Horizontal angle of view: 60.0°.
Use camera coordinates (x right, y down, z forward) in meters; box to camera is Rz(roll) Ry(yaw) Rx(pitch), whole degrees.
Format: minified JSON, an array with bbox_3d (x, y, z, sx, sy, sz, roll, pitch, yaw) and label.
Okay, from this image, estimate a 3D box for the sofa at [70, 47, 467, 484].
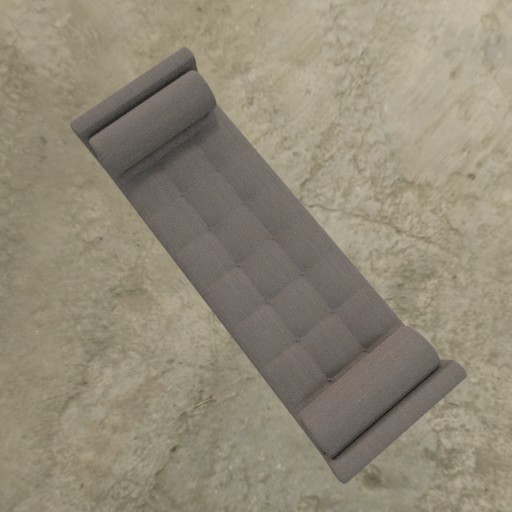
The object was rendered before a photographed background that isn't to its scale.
[{"bbox_3d":[0.000,0.000,2.235,0.686,0.635,1.981,-37,80,-8],"label":"sofa"}]
